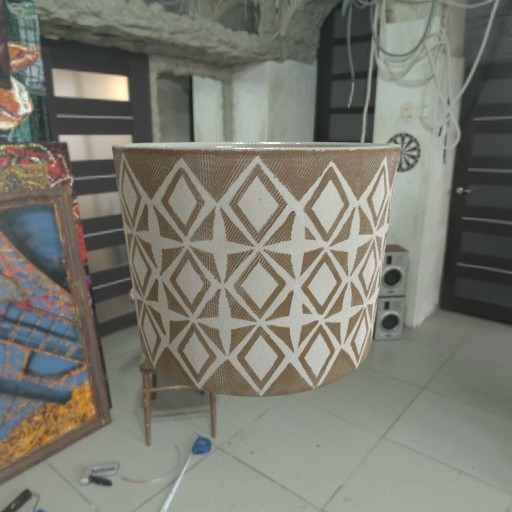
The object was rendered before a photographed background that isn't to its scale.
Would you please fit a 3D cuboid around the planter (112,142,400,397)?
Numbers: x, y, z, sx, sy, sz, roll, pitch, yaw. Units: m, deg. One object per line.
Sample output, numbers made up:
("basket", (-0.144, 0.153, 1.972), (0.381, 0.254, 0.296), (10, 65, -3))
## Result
("planter", (0.000, 0.000, 0.447), (0.260, 0.220, 0.260), (0, 15, 0))
